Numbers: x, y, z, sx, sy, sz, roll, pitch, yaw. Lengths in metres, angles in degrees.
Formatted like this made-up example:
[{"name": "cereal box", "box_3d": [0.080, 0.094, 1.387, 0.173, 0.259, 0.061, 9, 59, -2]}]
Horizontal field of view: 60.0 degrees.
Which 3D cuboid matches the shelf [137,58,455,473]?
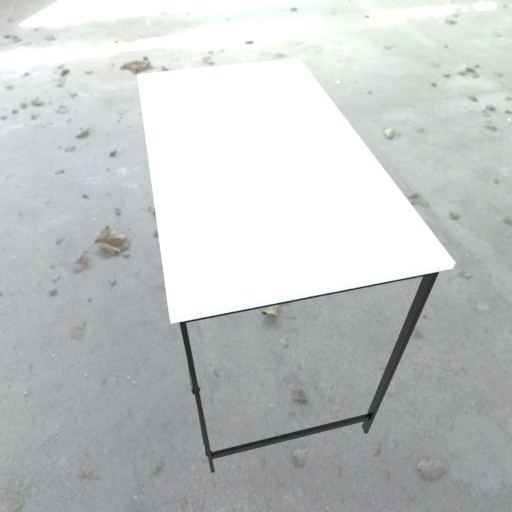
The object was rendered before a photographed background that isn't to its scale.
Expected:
[{"name": "shelf", "box_3d": [0.000, 0.000, 1.306, 0.498, 0.750, 0.902, -10, 47, -9]}]
